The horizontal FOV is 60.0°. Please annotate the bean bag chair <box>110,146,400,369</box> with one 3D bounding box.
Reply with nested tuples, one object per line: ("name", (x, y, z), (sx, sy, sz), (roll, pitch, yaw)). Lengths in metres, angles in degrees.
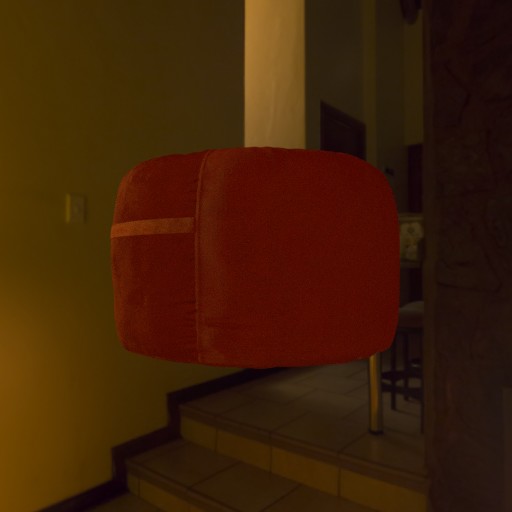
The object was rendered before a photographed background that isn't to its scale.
("bean bag chair", (0.000, 0.000, 1.974), (1.219, 0.762, 1.219), (0, -1, 0))
